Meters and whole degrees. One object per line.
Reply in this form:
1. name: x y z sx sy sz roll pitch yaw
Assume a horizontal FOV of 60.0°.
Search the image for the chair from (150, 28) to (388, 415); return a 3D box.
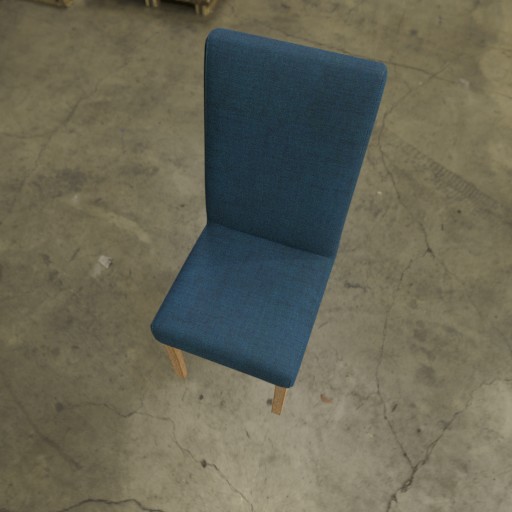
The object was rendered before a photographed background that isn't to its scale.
1. chair: 0.000 0.000 1.334 0.450 1.029 0.610 17 60 11
